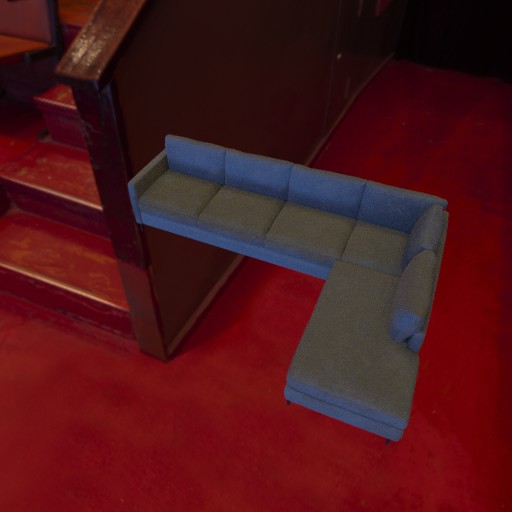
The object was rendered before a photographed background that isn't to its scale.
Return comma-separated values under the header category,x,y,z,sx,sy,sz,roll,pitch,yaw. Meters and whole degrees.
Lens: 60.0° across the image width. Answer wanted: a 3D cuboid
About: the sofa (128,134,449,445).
category,x,y,z,sx,sy,sz,roll,pitch,yaw
sofa,0.000,0.000,3.231,2.486,0.687,1.707,17,47,16
